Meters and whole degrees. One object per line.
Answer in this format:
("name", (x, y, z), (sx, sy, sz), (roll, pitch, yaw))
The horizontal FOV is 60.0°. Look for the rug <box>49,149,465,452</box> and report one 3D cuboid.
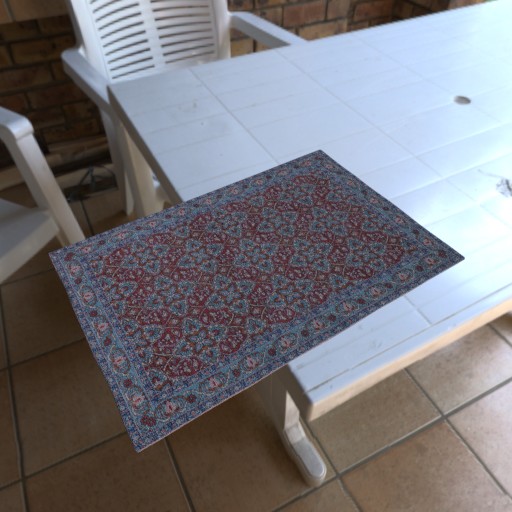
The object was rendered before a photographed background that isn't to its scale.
("rug", (0.000, 0.000, 2.328), (1.829, 0.009, 1.219), (-25, 51, -22))
